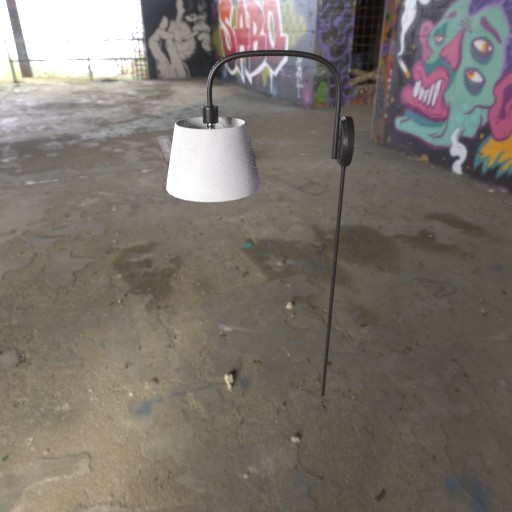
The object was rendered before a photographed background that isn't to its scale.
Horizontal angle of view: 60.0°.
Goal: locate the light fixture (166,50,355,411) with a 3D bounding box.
[{"bbox_3d":[0.000,0.000,0.473,0.176,0.399,0.092,0,27,0],"label":"light fixture"}]
